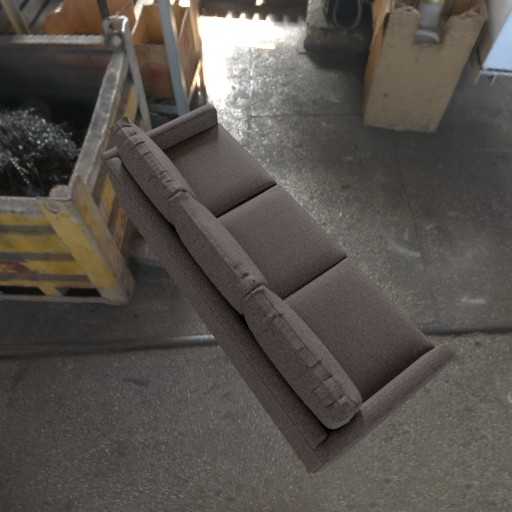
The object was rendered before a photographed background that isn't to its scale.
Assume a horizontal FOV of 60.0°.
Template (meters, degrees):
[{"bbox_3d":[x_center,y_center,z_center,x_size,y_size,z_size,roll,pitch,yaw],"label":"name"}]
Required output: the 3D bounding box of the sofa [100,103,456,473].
[{"bbox_3d":[0.000,0.000,2.644,0.876,0.882,2.253,-32,64,-18],"label":"sofa"}]
